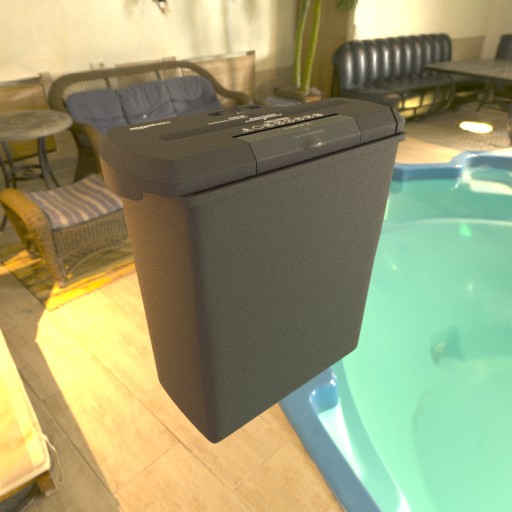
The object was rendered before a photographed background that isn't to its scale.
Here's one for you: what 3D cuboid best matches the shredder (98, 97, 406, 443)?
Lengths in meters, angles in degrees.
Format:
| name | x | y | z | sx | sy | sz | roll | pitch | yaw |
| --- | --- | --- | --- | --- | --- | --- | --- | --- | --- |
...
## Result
| name | x | y | z | sx | sy | sz | roll | pitch | yaw |
| --- | --- | --- | --- | --- | --- | --- | --- | --- | --- |
| shredder | 0.000 | 0.000 | 0.525 | 0.320 | 0.335 | 0.170 | -23 | 38 | -33 |
